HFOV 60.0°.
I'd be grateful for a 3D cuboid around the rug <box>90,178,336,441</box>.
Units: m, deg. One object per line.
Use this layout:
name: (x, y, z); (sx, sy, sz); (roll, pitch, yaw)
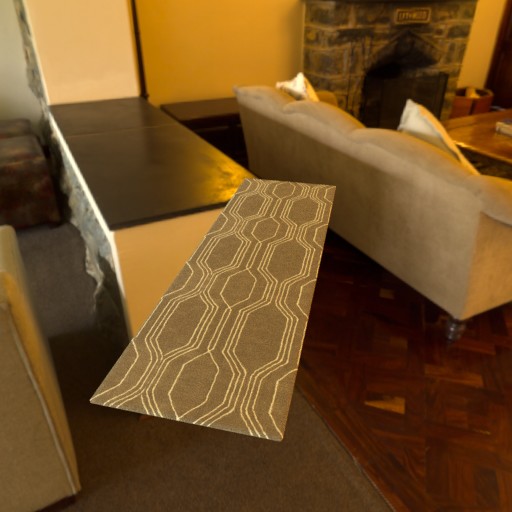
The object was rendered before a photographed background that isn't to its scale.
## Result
rug: (0.000, 0.000, 2.696); (0.773, 0.012, 2.464); (7, 32, 11)
